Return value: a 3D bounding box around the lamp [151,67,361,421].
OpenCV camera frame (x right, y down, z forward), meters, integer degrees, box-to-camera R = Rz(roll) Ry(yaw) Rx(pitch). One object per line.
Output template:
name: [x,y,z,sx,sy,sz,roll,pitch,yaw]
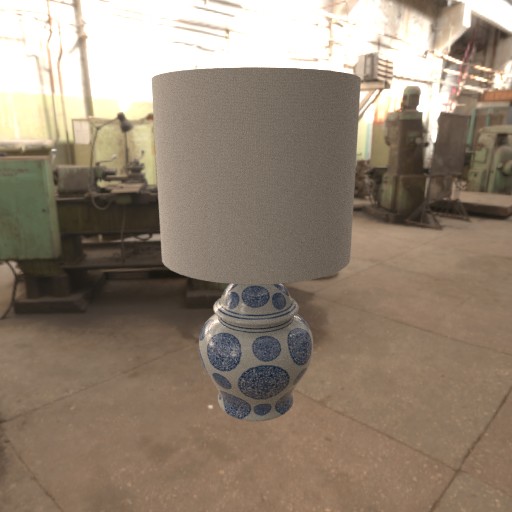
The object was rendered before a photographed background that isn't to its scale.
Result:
lamp: [0.000,0.000,0.516,0.215,0.381,0.215,-15,21,-42]
